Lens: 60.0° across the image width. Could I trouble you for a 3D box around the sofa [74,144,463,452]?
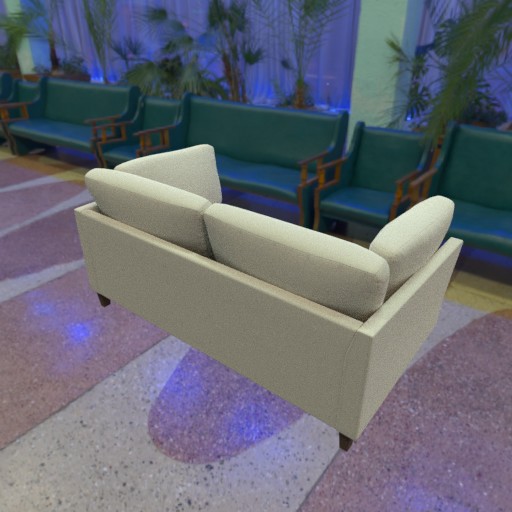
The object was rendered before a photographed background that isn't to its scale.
[{"bbox_3d":[0.000,0.000,2.336,1.776,0.836,0.970,21,35,32],"label":"sofa"}]
